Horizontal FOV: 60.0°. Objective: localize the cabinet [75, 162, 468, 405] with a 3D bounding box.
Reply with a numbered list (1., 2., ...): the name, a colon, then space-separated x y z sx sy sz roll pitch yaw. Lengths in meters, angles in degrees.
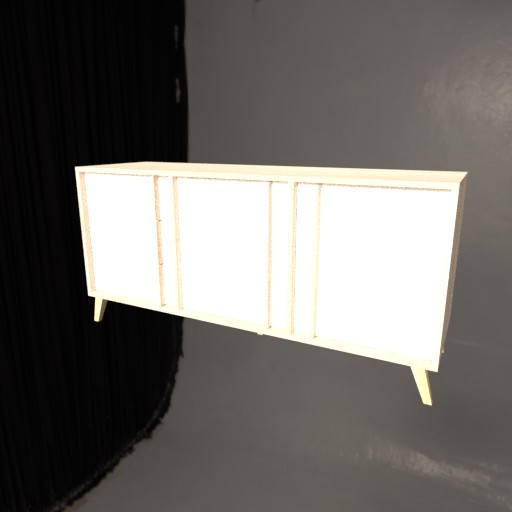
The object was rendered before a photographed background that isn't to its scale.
1. cabinet: 0.000 0.000 2.026 1.649 0.780 0.500 8 17 26
